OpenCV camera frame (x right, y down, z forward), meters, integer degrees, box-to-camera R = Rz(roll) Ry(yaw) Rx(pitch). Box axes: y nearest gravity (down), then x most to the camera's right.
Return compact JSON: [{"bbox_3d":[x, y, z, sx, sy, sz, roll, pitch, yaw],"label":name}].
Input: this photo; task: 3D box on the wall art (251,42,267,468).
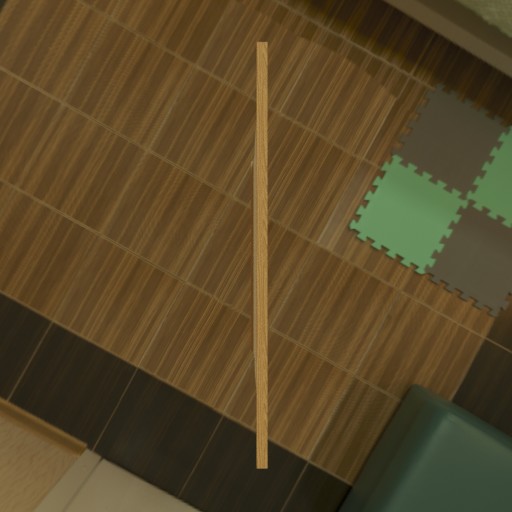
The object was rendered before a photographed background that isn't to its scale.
[{"bbox_3d":[0.000,0.000,0.779,0.011,0.605,0.458,0,90,-1],"label":"wall art"}]
